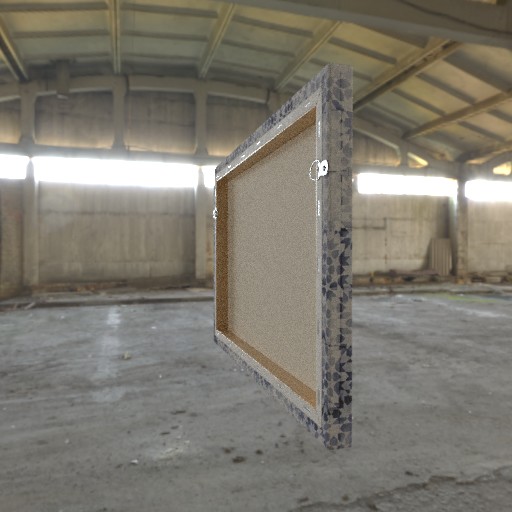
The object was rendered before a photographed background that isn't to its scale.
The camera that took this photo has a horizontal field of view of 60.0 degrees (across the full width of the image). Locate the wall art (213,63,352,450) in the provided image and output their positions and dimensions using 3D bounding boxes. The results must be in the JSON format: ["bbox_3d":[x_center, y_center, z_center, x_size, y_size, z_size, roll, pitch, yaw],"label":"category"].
[{"bbox_3d":[0.000,0.000,0.755,0.030,0.406,0.608,0,0,-17],"label":"wall art"}]
